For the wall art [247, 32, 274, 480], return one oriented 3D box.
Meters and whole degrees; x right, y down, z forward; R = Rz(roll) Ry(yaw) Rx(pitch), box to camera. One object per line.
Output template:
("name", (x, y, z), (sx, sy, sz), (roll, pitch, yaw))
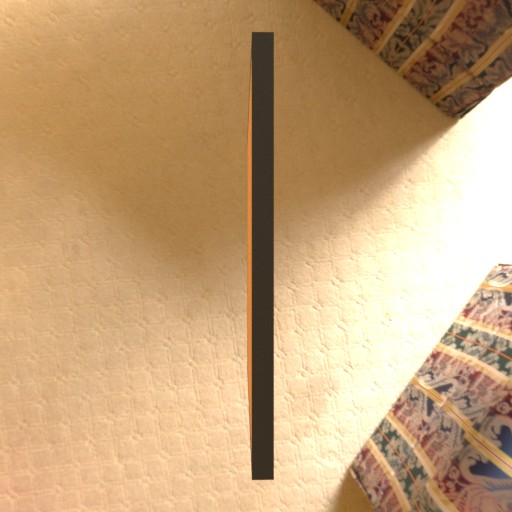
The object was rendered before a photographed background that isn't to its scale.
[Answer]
("wall art", (0.000, 0.000, 1.135), (0.038, 0.763, 0.763), (0, 90, -2))
